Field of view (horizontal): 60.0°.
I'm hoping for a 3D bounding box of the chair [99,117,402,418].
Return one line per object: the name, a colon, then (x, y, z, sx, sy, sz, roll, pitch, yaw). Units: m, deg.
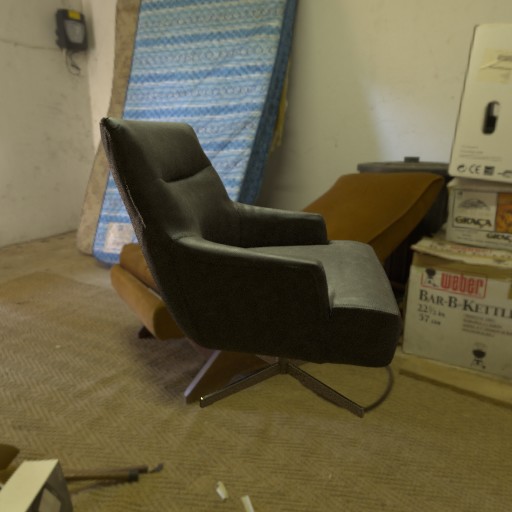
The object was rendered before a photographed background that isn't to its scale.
chair: (0.000, 0.000, 1.479, 0.874, 0.870, 0.738, 2, 16, 8)
